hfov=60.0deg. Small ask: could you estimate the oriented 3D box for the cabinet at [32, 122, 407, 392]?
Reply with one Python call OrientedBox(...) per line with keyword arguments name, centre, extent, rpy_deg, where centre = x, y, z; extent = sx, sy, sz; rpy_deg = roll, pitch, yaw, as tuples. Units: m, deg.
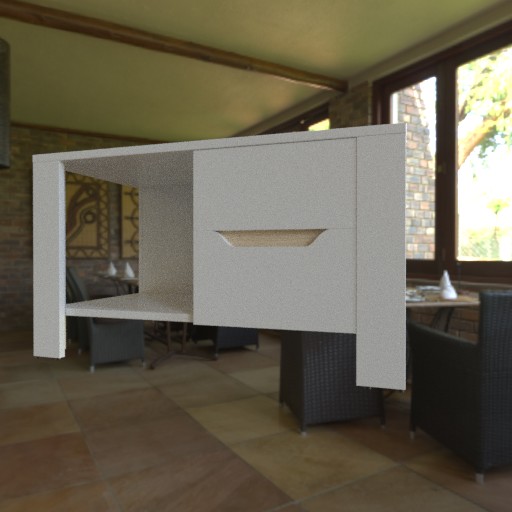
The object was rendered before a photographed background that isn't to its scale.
OrientedBox(name="cabinet", centre=(0.000, 0.000, 1.257), extent=(0.800, 0.460, 0.800), rpy_deg=(0, 0, 18))
